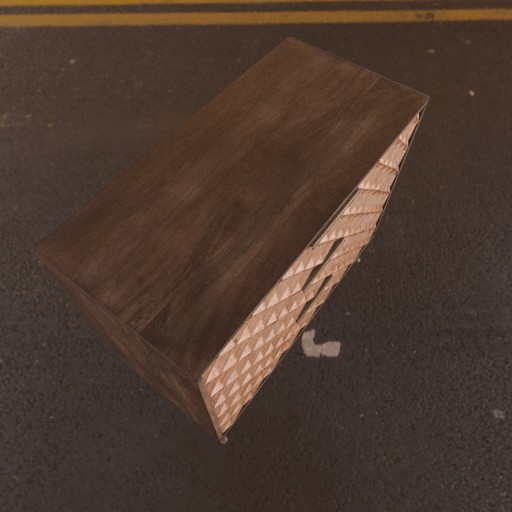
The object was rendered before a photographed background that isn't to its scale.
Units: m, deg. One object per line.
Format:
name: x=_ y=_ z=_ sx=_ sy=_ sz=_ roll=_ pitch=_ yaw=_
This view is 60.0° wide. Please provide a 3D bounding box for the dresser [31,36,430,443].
dresser: x=0.000 y=0.000 z=1.364 sx=0.453 sy=0.801 sz=0.923 roll=33 pitch=64 yaw=18
